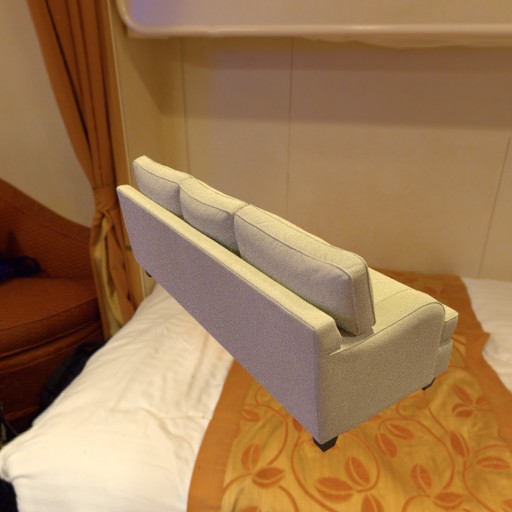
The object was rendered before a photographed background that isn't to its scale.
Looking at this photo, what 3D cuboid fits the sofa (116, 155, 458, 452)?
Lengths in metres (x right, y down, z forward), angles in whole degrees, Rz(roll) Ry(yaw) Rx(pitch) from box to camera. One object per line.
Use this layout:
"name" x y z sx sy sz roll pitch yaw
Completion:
"sofa" 0.000 0.000 2.863 1.016 0.991 2.323 -16 29 -31
